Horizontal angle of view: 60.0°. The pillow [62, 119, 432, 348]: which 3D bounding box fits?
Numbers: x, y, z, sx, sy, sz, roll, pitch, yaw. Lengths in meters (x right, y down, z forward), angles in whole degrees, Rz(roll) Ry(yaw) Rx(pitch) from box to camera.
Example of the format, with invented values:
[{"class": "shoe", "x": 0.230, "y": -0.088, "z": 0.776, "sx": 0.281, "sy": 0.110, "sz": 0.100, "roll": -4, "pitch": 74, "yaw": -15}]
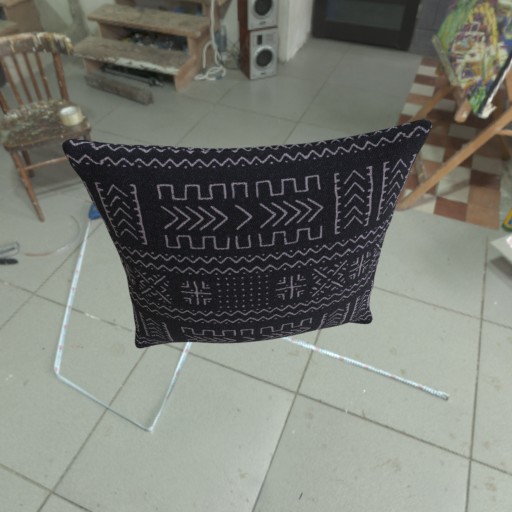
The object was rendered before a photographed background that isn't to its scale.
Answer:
[{"class": "pillow", "x": 0.000, "y": 0.000, "z": 0.665, "sx": 0.438, "sy": 0.430, "sz": 0.164, "roll": -5, "pitch": 47, "yaw": -5}]
